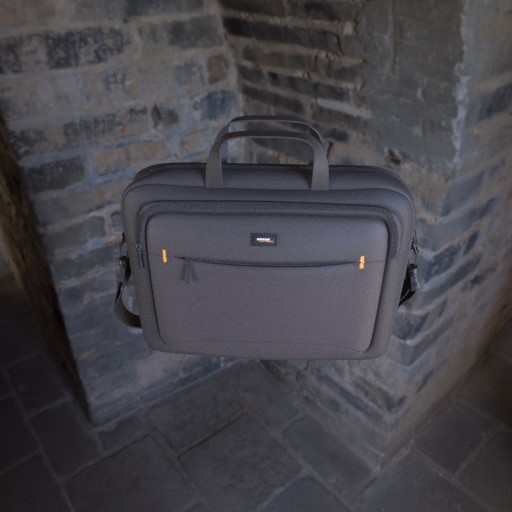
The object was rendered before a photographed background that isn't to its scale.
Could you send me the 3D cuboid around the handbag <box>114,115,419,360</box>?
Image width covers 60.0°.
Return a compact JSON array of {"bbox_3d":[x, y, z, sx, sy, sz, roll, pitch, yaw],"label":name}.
[{"bbox_3d":[0.000,0.000,0.571,0.429,0.330,0.126,2,32,2],"label":"handbag"}]
